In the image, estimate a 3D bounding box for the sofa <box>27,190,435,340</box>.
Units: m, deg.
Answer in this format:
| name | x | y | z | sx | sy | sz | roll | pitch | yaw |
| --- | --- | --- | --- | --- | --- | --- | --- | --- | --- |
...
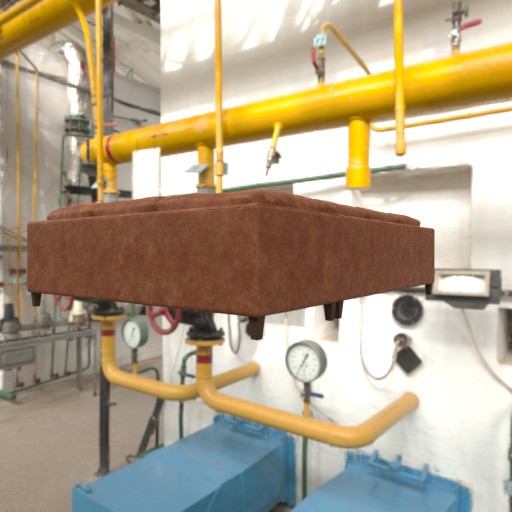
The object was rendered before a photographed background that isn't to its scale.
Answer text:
| name | x | y | z | sx | sy | sz | roll | pitch | yaw |
| --- | --- | --- | --- | --- | --- | --- | --- | --- | --- |
| sofa | 0.000 | 0.000 | 4.209 | 2.438 | 0.838 | 3.167 | 0 | 1 | 37 |
